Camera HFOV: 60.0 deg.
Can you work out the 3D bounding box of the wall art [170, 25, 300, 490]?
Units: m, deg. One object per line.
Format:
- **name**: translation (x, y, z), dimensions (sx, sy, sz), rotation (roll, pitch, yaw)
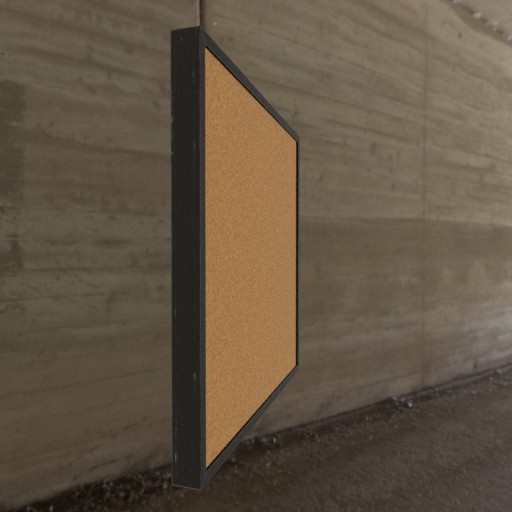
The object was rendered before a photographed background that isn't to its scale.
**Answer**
- **wall art**: translation (0.000, 0.000, 0.728), dimensions (0.036, 0.506, 0.506), rotation (0, 1, 18)
